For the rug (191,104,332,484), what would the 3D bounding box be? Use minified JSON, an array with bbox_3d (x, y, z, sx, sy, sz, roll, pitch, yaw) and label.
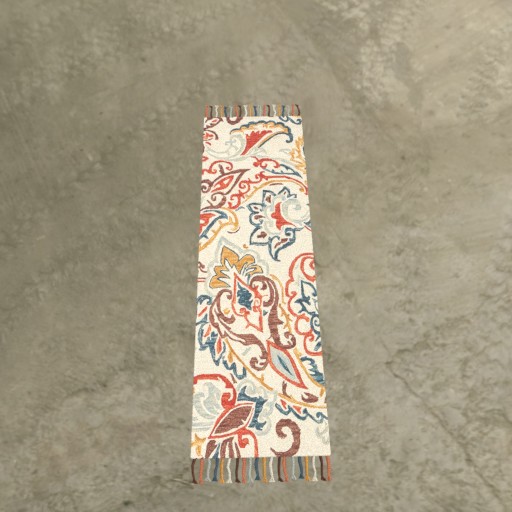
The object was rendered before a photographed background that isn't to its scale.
[{"bbox_3d":[0.000,0.000,2.946,0.763,0.015,2.682,-1,64,-1],"label":"rug"}]
